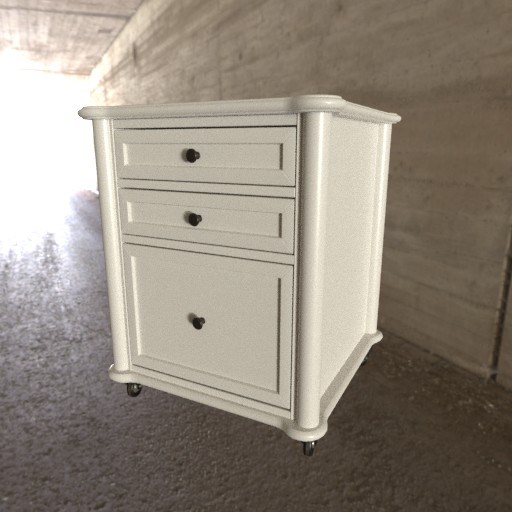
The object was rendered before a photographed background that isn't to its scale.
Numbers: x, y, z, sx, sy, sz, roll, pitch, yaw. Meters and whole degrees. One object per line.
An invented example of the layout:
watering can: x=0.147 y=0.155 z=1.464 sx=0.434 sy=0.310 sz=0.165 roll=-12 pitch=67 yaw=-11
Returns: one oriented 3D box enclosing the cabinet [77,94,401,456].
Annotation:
cabinet: x=0.000 y=0.000 z=1.219 sx=0.628 sy=0.761 sz=0.627 roll=7 pitch=16 yaw=27
